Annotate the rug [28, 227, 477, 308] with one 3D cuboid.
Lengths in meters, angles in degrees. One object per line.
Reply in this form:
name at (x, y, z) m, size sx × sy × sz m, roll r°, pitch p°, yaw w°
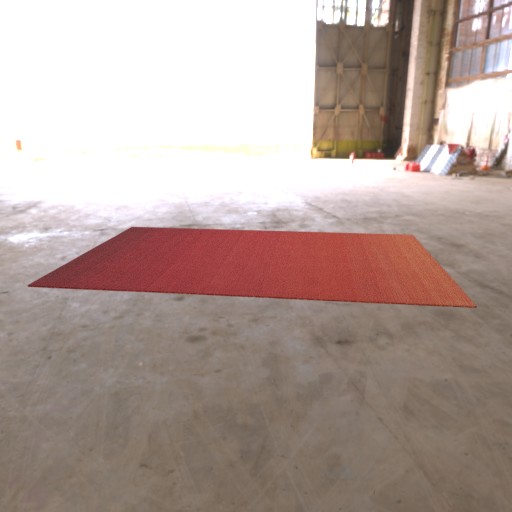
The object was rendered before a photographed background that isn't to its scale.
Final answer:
rug at (0.000, 0.000, 3.104) m, size 2.442 × 0.010 × 1.531 m, roll 2°, pitch 17°, yaw 7°
